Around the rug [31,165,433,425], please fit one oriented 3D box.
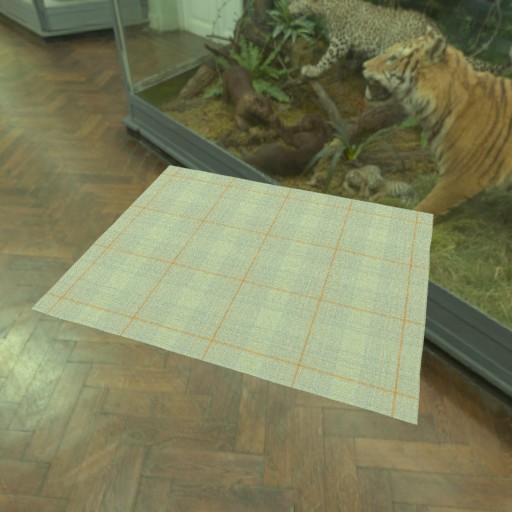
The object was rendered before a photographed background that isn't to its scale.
[{"bbox_3d":[0.000,0.000,4.102,3.051,0.021,2.448,13,43,14],"label":"rug"}]
